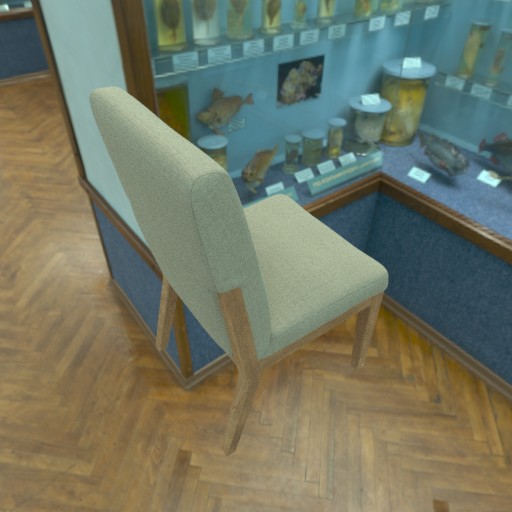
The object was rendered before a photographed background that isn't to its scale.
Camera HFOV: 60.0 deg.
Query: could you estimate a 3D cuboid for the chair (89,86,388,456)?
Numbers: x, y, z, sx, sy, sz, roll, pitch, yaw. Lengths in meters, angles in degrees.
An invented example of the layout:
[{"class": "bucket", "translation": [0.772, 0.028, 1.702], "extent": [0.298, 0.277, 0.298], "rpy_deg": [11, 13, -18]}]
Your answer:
[{"class": "chair", "translation": [0.000, 0.000, 1.230], "extent": [0.586, 0.911, 0.507], "rpy_deg": [-24, 46, -26]}]
